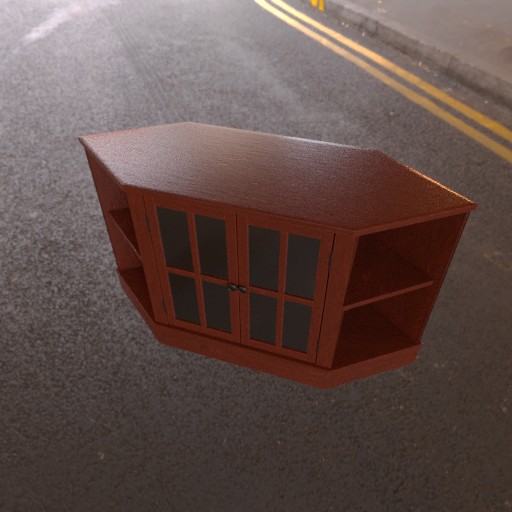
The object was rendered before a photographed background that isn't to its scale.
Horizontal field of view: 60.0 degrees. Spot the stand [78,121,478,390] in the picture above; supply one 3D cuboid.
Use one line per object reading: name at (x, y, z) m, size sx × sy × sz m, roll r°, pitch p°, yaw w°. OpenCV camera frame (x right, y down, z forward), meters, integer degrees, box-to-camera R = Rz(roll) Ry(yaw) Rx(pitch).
stand at (0.000, 0.000, 1.342) m, size 1.072 × 0.614 × 0.381 m, roll 12°, pitch 43°, yaw 14°
